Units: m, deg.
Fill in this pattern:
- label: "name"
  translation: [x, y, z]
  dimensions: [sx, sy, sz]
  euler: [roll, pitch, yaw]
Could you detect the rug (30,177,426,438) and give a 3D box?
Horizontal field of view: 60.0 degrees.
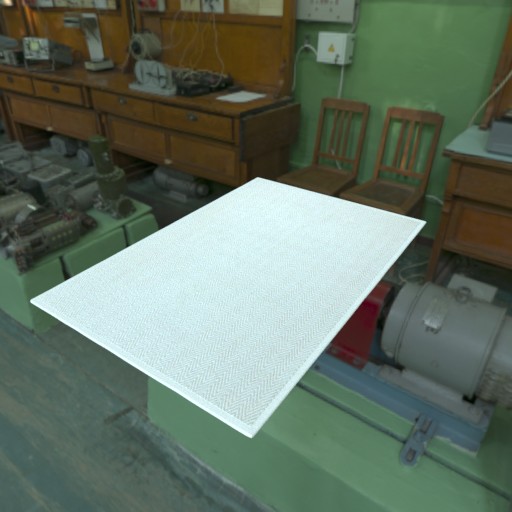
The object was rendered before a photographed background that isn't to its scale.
- label: "rug"
  translation: [0.000, 0.000, 2.888]
  dimensions: [1.532, 0.017, 2.244]
  euler: [20, 37, 29]
